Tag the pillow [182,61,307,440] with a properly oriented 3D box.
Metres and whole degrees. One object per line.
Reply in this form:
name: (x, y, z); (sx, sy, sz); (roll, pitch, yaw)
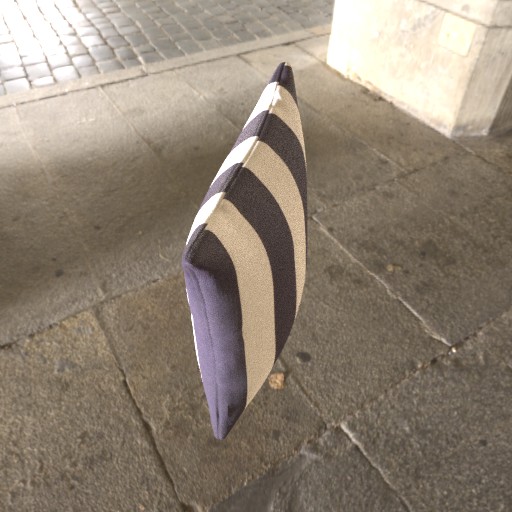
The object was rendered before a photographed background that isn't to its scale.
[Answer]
pillow: (0.000, 0.000, 0.833); (0.189, 0.526, 0.536); (10, 47, 9)
